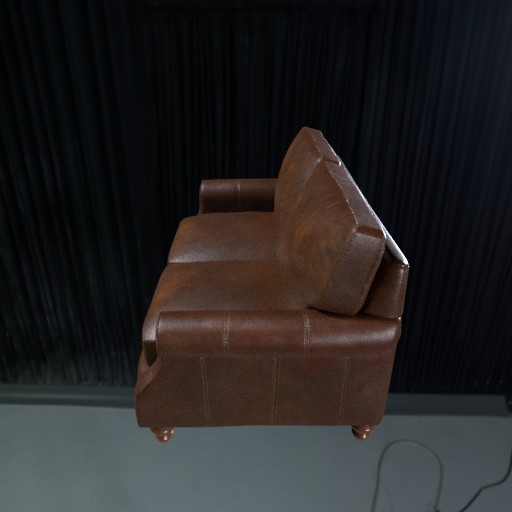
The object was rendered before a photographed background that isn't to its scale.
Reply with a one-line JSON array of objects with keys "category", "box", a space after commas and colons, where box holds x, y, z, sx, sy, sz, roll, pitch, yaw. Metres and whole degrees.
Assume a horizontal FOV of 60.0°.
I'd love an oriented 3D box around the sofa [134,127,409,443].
[{"category": "sofa", "box": [0.000, 0.000, 2.185, 0.990, 0.976, 1.616, 0, 28, 0]}]
